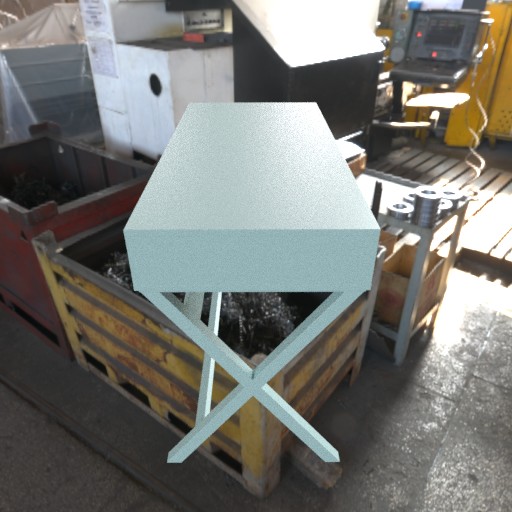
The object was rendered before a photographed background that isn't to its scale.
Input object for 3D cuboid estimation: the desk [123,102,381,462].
[{"bbox_3d":[0.000,0.000,1.522,0.525,0.780,1.057,0,32,0],"label":"desk"}]
